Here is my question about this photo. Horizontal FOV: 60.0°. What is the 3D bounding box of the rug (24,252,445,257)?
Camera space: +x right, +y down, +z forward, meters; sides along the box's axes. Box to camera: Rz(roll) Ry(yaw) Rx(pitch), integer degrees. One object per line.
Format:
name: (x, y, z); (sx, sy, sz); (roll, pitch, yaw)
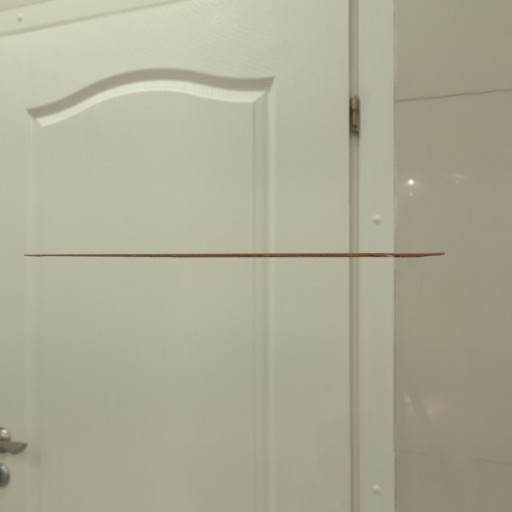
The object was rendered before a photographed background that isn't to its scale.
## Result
rug: (0.000, 0.000, 4.210); (3.092, 0.023, 2.479); (0, 0, 17)
